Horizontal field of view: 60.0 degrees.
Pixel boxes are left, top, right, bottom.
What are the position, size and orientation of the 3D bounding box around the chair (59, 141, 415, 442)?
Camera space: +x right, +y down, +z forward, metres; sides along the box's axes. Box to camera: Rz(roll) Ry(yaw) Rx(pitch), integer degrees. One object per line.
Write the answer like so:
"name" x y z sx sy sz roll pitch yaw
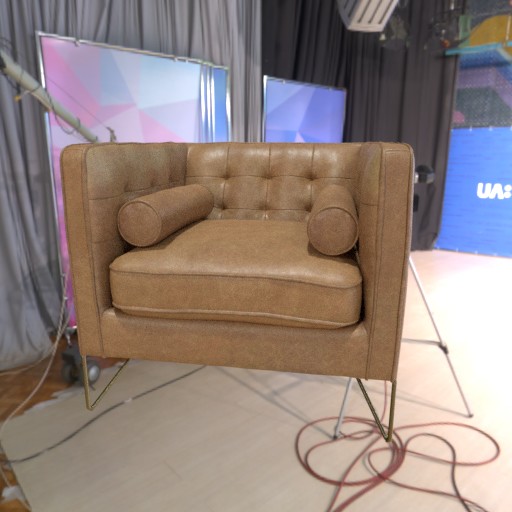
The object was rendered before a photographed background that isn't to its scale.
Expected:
"chair" 0.000 0.000 1.585 0.920 0.797 0.912 2 14 9
